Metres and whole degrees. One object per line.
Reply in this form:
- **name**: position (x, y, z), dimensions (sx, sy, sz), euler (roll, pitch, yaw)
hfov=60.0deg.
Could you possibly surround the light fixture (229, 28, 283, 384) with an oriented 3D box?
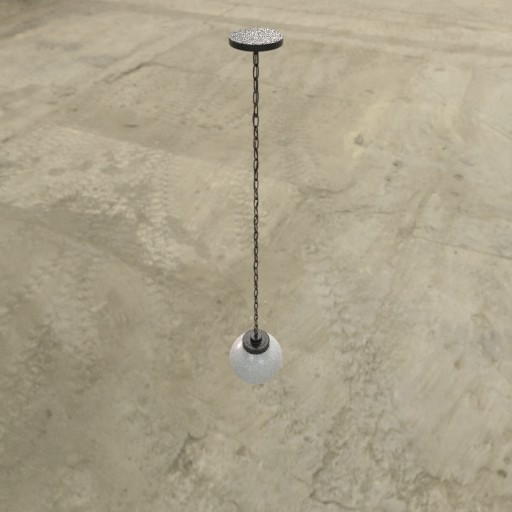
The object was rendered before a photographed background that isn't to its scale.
- **light fixture**: position (0.000, 0.000, 2.019), dimensions (0.304, 1.867, 0.305), euler (-26, 48, -26)
